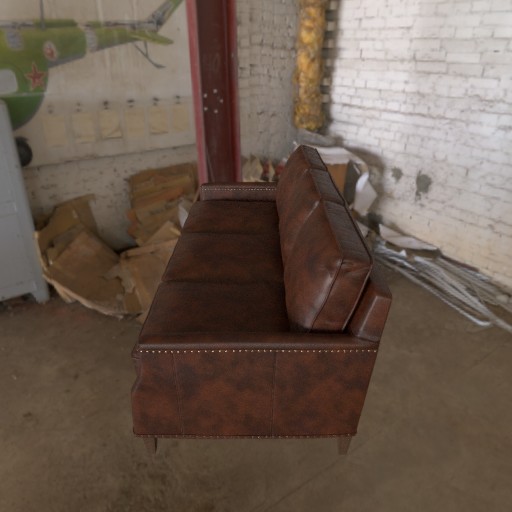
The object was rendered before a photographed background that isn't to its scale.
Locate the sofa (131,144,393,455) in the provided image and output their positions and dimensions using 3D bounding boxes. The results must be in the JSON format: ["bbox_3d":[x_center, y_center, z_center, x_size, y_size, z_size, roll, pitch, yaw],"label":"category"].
[{"bbox_3d":[0.000,0.000,2.798,1.084,1.003,2.240,0,26,0],"label":"sofa"}]
